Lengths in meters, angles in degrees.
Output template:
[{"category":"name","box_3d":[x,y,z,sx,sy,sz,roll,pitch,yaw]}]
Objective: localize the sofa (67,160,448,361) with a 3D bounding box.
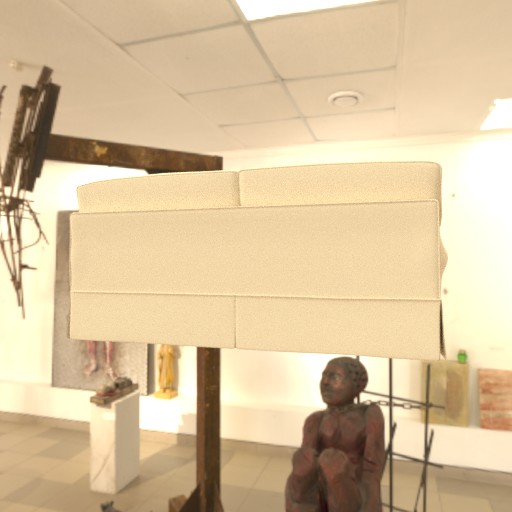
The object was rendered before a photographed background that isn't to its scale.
[{"category":"sofa","box_3d":[0.000,0.000,2.595,2.021,0.937,0.862,0,-1,16]}]
